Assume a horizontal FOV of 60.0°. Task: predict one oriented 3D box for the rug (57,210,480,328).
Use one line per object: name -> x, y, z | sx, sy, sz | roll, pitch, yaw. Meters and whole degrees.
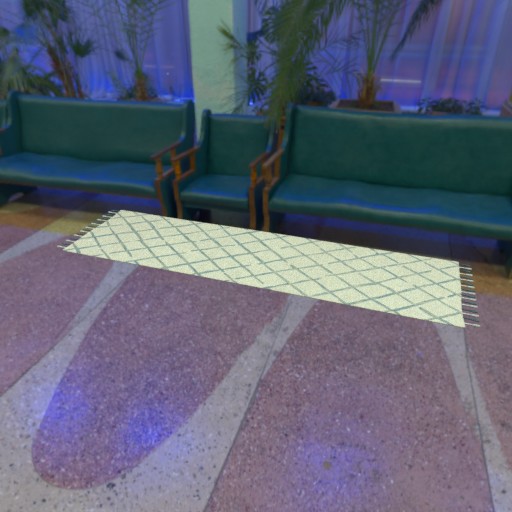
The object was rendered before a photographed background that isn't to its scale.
rug -> 0.000, 0.000, 2.596 | 2.372, 0.008, 0.620 | 10, 32, 16
